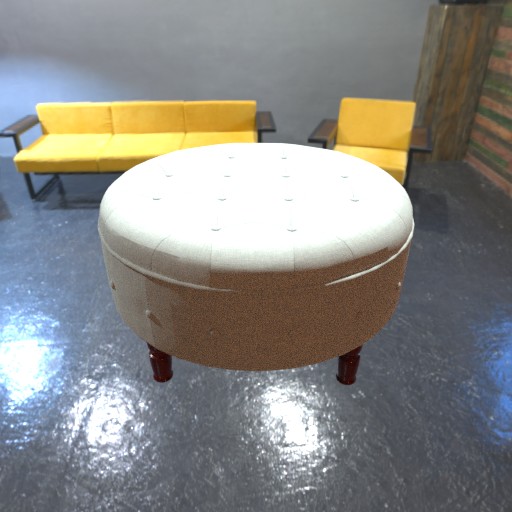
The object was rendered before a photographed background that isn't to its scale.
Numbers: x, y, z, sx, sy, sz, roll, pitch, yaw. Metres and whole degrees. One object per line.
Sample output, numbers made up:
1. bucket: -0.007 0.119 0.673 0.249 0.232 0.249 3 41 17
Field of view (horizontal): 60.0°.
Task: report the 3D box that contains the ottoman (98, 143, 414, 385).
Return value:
1. ottoman: 0.000 0.000 1.327 0.850 0.483 0.850 0 30 0
